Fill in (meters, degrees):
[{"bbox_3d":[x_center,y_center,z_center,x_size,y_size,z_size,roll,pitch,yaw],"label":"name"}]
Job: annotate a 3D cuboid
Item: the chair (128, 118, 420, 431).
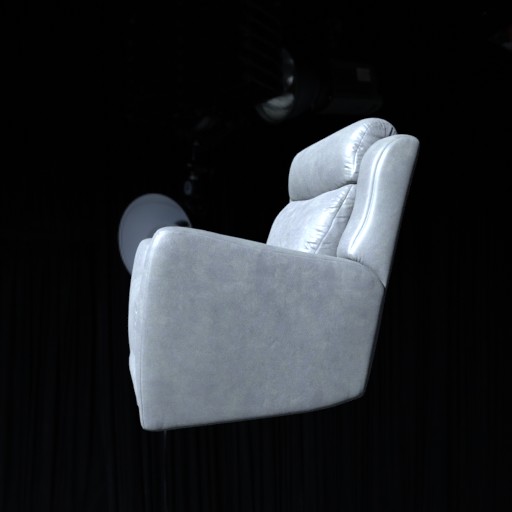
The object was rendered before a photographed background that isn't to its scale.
[{"bbox_3d":[0.000,0.000,1.940,1.068,1.116,0.967,0,0,-17],"label":"chair"}]
